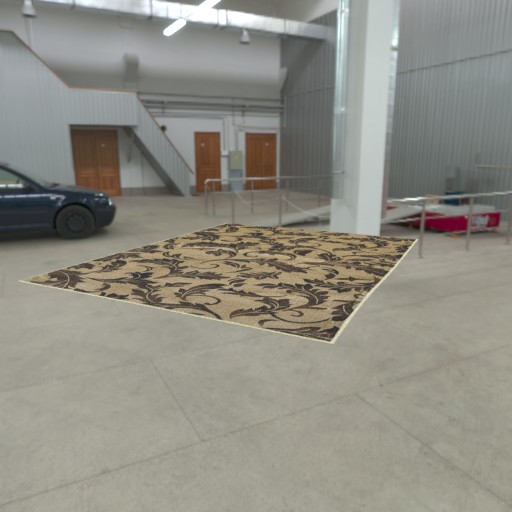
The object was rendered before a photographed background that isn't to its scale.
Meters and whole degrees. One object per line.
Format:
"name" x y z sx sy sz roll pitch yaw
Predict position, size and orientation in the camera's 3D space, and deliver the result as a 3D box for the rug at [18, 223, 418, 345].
"rug" 0.000 0.000 3.975 2.380 0.008 2.977 7 15 26
